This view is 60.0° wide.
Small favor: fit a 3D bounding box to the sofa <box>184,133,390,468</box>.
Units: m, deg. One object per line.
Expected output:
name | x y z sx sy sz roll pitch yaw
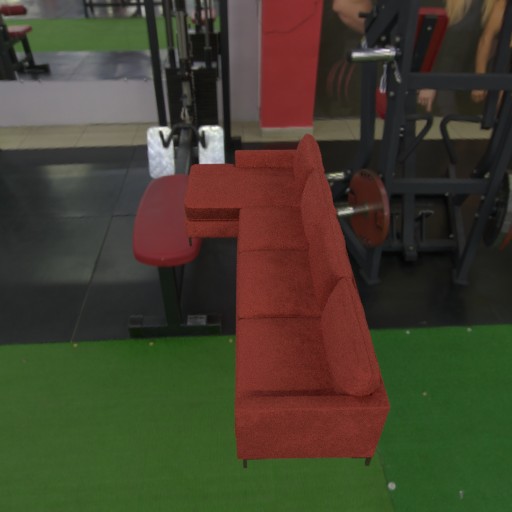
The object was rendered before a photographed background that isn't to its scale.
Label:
sofa | 0.000 0.000 4.009 1.500 0.967 3.400 -1 39 -1
